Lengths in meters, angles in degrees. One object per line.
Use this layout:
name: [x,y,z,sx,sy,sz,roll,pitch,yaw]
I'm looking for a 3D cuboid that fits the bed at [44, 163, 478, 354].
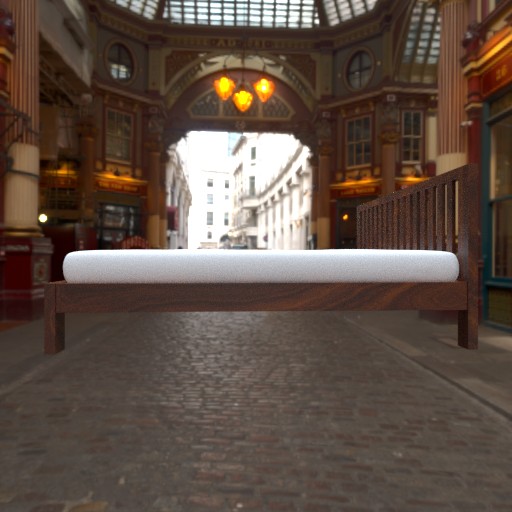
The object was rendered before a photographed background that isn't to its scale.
bed: [0.000,0.000,3.020,2.030,0.890,1.905,0,0,-3]
